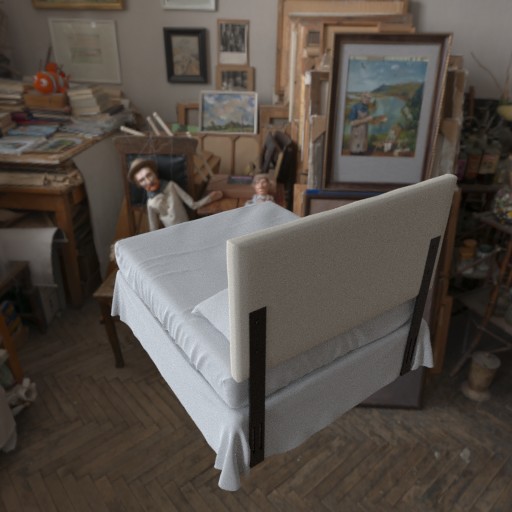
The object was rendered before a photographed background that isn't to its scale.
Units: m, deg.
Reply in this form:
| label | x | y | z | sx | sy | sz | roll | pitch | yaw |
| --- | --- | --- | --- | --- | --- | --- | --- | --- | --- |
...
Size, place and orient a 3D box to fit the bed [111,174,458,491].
| label | x | y | z | sx | sy | sz | roll | pitch | yaw |
| --- | --- | --- | --- | --- | --- | --- | --- | --- | --- |
| bed | 0.000 | 0.000 | 3.444 | 1.936 | 1.577 | 2.222 | -18 | 34 | -29 |
